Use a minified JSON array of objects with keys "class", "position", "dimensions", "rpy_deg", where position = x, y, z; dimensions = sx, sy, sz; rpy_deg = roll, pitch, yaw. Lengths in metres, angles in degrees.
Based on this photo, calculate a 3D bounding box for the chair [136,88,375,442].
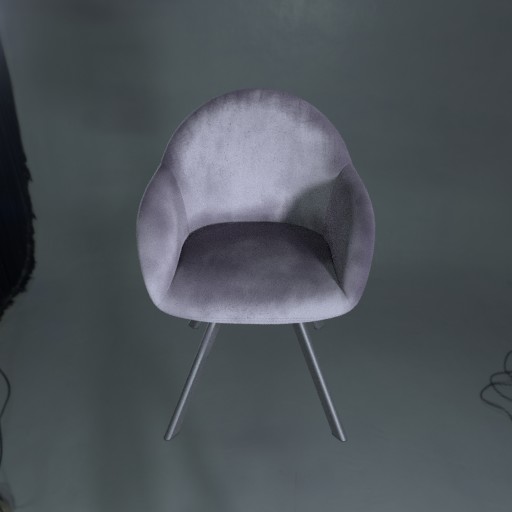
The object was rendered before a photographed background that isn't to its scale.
[{"class":"chair","position":[0.000,0.000,1.232],"dimensions":[0.550,0.795,0.590],"rpy_deg":[0,30,0]}]
